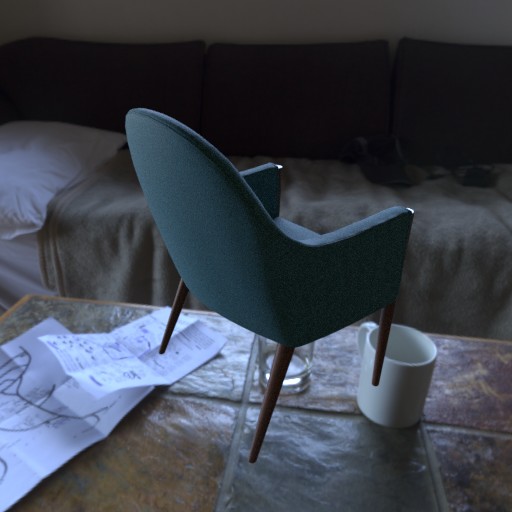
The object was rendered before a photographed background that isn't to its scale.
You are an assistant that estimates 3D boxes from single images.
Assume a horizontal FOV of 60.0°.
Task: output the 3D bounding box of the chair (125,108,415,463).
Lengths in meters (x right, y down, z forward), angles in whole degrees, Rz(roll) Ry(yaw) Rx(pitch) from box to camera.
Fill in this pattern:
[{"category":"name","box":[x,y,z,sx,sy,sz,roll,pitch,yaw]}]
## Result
[{"category":"chair","box":[0.000,0.000,1.355,0.652,0.907,0.656,-18,31,-32]}]
